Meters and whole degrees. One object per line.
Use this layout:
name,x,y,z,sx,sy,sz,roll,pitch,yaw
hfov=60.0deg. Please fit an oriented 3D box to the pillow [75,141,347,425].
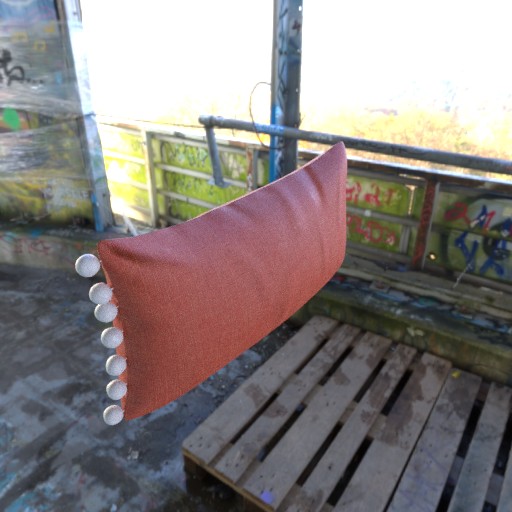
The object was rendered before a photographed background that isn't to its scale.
pillow,0.000,0.000,0.844,0.201,0.322,0.709,19,32,33
